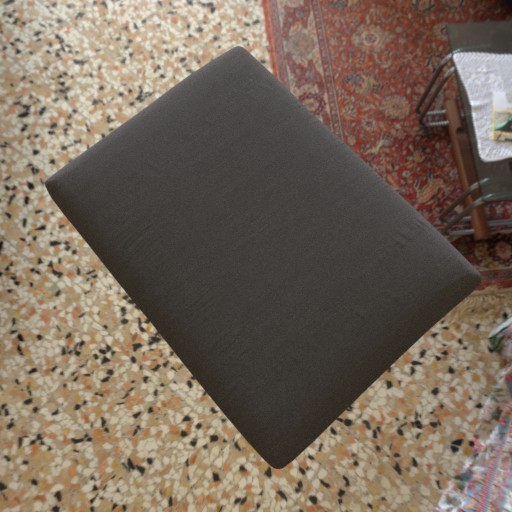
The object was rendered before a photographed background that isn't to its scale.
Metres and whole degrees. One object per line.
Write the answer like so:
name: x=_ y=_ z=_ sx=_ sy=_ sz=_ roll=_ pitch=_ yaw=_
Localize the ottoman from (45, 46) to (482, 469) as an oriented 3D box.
ottoman: x=0.000 y=0.000 z=1.109 sx=0.569 sy=0.500 sz=0.771 roll=-40 pitch=78 yaw=-10
